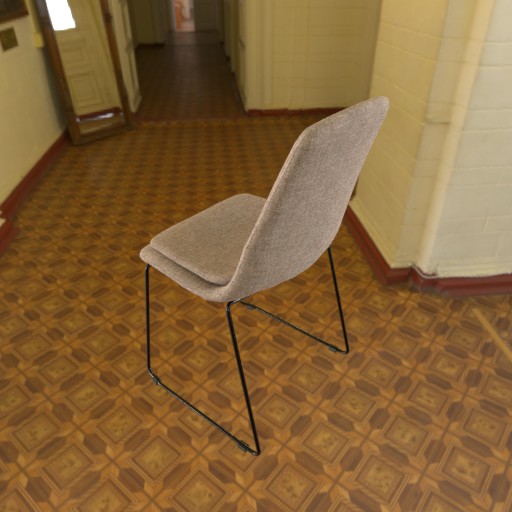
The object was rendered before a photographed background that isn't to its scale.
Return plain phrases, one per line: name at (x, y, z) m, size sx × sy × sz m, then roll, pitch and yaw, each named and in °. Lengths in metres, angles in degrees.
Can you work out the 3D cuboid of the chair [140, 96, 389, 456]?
chair at (0.000, 0.000, 1.166) m, size 0.518 × 0.858 × 0.479 m, roll 24°, pitch 40°, yaw 32°
